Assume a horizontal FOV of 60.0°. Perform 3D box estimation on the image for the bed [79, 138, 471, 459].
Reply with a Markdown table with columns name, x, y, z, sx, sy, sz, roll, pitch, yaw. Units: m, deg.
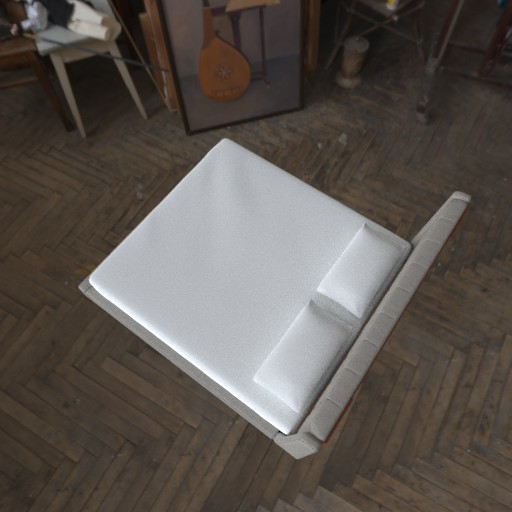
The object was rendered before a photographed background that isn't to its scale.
| name | x | y | z | sx | sy | sz | roll | pitch | yaw |
| --- | --- | --- | --- | --- | --- | --- | --- | --- | --- |
| bed | 0.000 | 0.000 | 3.631 | 2.342 | 1.289 | 2.062 | 33 | 68 | 15 |
